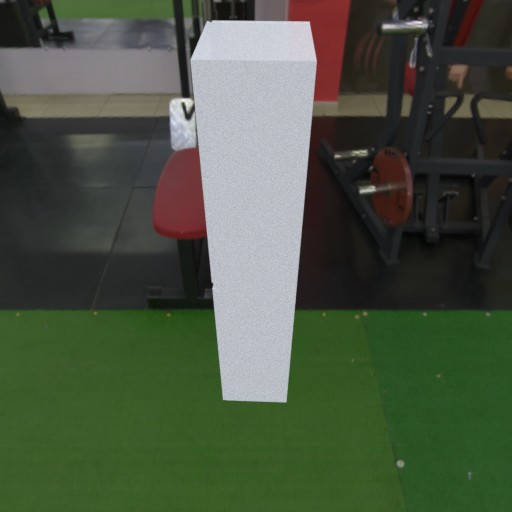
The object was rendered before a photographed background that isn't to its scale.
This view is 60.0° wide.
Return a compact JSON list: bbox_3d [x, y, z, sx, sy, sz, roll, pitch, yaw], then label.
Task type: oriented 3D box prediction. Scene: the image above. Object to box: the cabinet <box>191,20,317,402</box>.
[{"bbox_3d":[0.000,0.000,1.527,0.270,1.400,0.300,1,42,2],"label":"cabinet"}]
